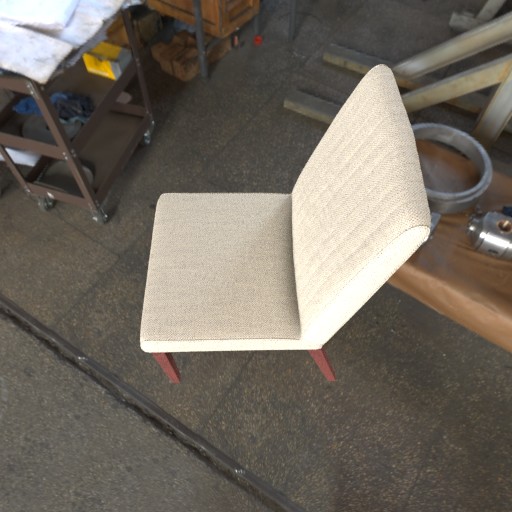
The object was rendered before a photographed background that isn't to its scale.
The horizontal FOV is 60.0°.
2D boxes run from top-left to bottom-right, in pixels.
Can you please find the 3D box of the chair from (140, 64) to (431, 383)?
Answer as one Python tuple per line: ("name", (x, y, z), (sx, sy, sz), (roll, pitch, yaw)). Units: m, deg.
("chair", (0.000, 0.000, 1.199), (0.594, 0.900, 0.480), (-1, 59, 0))
